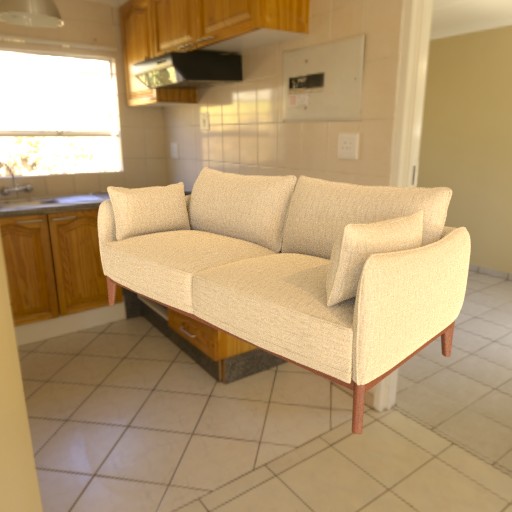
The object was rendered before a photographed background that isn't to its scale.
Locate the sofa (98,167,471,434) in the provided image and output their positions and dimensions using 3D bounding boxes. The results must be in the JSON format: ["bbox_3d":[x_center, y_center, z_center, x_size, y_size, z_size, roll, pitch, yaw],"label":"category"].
[{"bbox_3d":[0.000,0.000,2.478,1.989,0.860,0.991,14,21,42],"label":"sofa"}]
